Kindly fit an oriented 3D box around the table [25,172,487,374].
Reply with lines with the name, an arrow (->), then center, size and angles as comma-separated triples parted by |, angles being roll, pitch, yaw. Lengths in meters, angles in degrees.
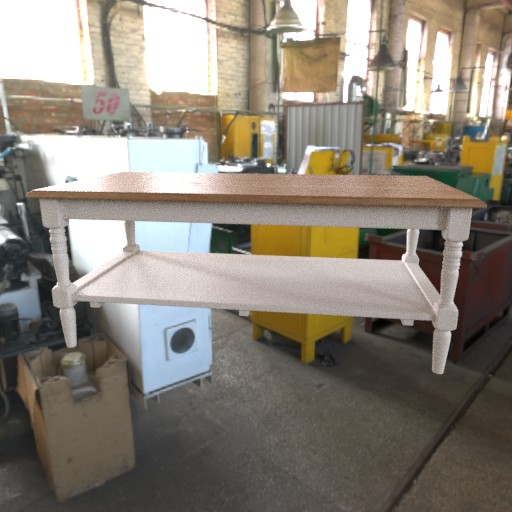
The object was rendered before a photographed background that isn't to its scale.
table -> 0.000, 0.000, 1.386 | 1.118, 0.458, 0.559 | 2, 16, 8
